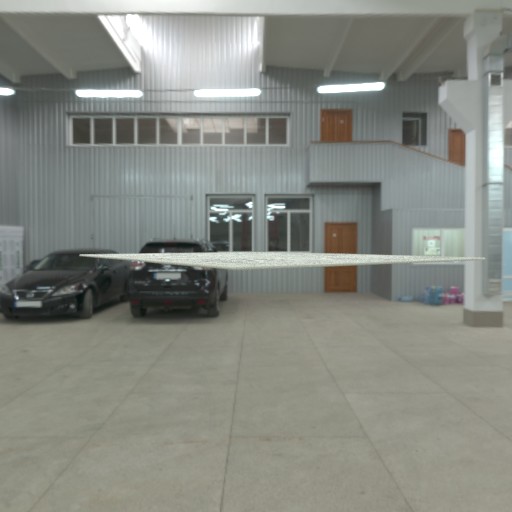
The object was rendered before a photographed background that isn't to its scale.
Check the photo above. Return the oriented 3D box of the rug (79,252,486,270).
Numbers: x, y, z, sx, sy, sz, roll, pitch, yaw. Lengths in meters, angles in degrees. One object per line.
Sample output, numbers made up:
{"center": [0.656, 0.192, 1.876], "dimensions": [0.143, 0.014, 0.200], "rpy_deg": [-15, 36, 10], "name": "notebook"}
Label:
{"center": [0.000, 0.000, 3.950], "dimensions": [2.311, 0.032, 2.921], "rpy_deg": [-1, 2, -35], "name": "rug"}
